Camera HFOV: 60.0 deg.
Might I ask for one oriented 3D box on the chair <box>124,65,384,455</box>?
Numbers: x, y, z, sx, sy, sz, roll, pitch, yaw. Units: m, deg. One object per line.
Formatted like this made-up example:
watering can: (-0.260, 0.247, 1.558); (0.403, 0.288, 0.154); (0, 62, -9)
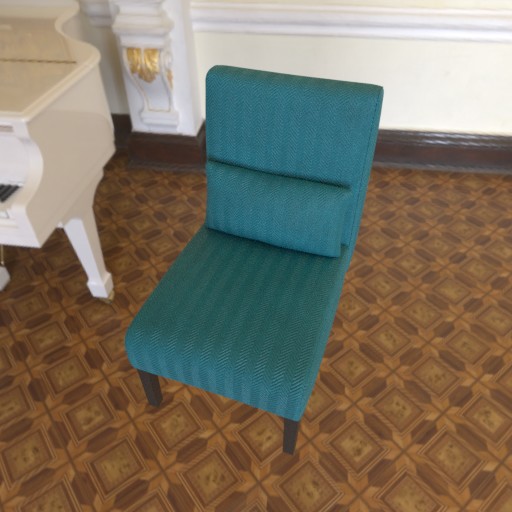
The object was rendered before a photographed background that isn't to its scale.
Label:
chair: (0.000, 0.000, 1.450); (0.579, 0.927, 0.808); (14, 44, 15)
